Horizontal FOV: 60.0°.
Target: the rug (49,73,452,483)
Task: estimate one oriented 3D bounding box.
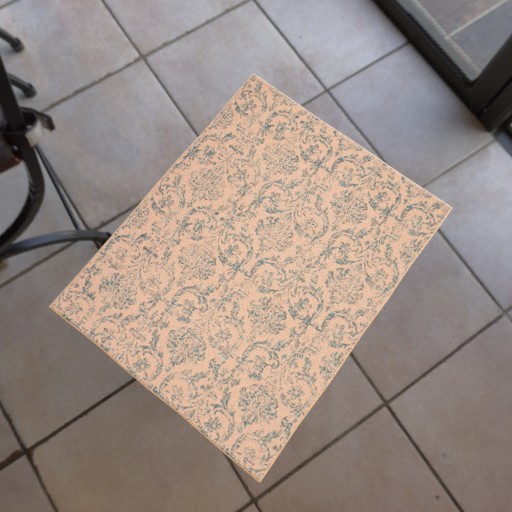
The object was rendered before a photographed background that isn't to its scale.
[{"bbox_3d":[0.000,0.000,4.046,2.363,0.012,2.980,37,79,8],"label":"rug"}]
